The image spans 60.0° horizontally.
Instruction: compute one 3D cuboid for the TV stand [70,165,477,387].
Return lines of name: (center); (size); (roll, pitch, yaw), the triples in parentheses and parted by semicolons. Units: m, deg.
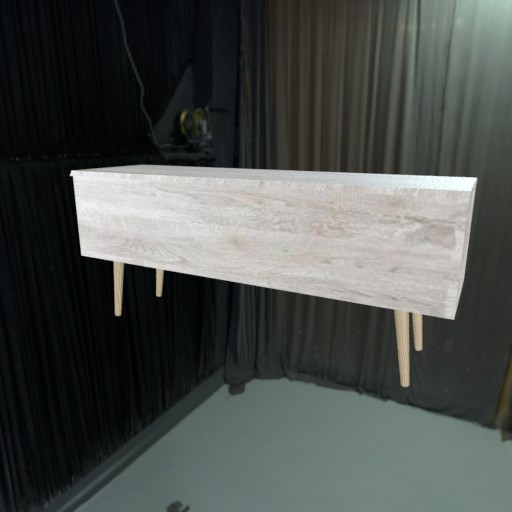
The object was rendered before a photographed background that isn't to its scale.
TV stand: (0.000, 0.000, 1.545); (1.313, 0.565, 0.401); (8, 17, 27)
